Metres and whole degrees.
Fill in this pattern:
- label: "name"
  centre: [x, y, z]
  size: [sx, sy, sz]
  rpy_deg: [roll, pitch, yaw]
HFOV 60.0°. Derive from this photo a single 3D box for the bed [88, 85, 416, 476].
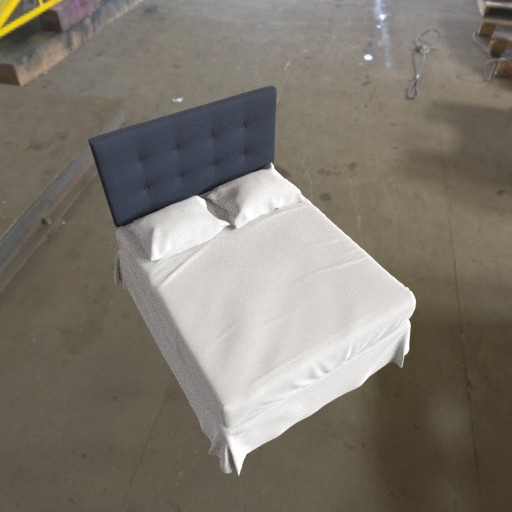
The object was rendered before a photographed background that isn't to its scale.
- label: "bed"
  centre: [0.000, 0.000, 3.496]
  size: [1.936, 1.577, 2.222]
  rpy_deg: [-24, 51, -21]
